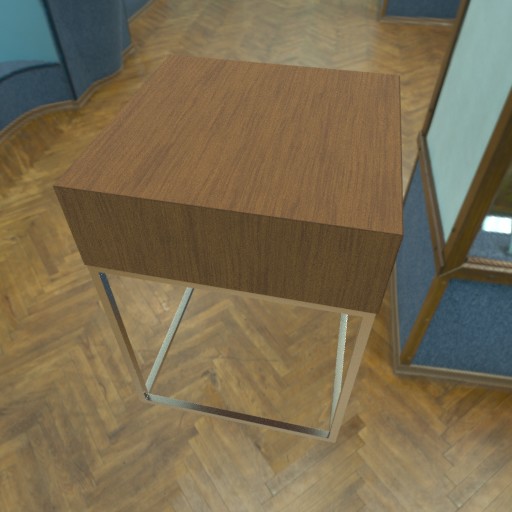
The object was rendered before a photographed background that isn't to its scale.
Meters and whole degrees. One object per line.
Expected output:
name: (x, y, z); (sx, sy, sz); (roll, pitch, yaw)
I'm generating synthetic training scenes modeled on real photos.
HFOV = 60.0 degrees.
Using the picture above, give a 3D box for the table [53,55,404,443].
table: (0.000, 0.000, 0.814); (0.398, 0.540, 0.397); (9, 46, 9)
